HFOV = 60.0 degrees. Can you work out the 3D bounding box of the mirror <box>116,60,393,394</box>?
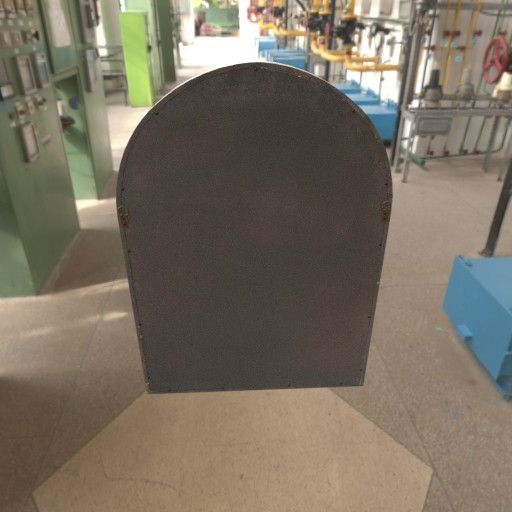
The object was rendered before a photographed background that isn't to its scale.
[{"bbox_3d":[0.000,0.000,1.138,0.660,0.920,0.032,-1,29,-3],"label":"mirror"}]
